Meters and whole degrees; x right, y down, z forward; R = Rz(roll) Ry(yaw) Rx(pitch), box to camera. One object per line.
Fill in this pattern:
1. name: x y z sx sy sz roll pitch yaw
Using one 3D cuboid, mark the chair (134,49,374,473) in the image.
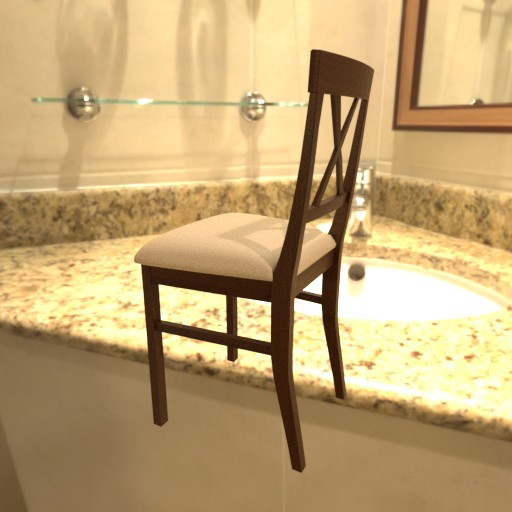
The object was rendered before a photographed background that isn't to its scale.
1. chair: 0.000 0.000 1.153 0.480 0.913 0.440 9 19 27
